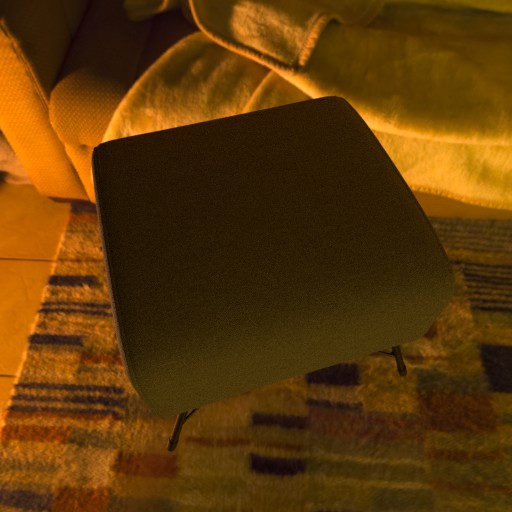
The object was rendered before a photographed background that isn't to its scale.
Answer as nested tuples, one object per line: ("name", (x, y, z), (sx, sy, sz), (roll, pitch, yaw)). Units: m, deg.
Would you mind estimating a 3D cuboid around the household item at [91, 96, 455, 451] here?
("household item", (0.000, 0.000, 0.885), (0.530, 0.410, 0.530), (-15, 58, -9))
